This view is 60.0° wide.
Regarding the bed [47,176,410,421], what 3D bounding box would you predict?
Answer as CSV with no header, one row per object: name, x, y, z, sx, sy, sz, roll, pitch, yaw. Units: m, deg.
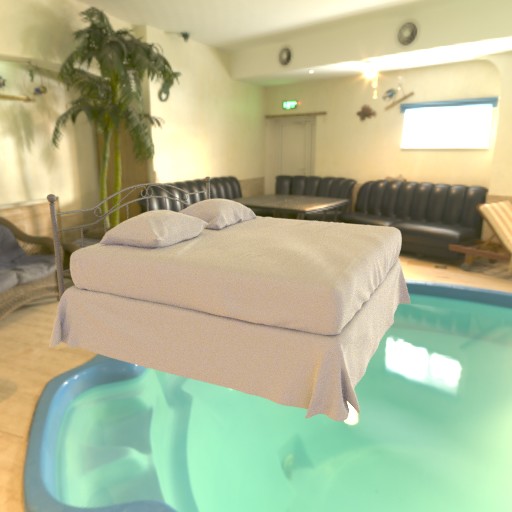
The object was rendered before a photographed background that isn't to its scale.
bed,0.000,0.000,3.557,2.220,1.080,2.309,7,16,26
